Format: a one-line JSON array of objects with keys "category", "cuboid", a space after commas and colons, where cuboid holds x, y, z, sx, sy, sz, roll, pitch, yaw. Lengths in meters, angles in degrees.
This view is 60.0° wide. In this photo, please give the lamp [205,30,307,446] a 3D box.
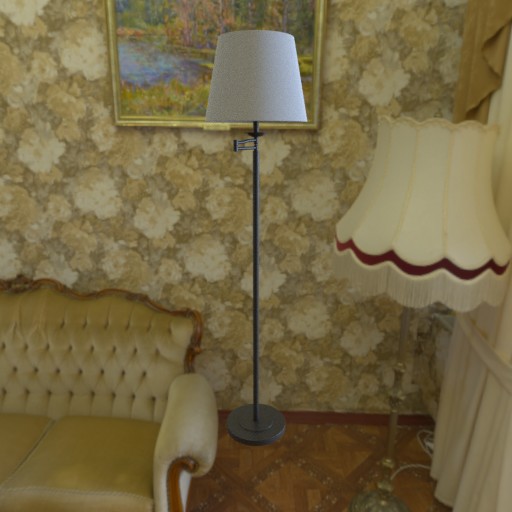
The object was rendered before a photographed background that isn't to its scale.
[{"category": "lamp", "cuboid": [0.000, 0.000, 1.644, 0.348, 1.473, 0.348, 15, 21, 42]}]
